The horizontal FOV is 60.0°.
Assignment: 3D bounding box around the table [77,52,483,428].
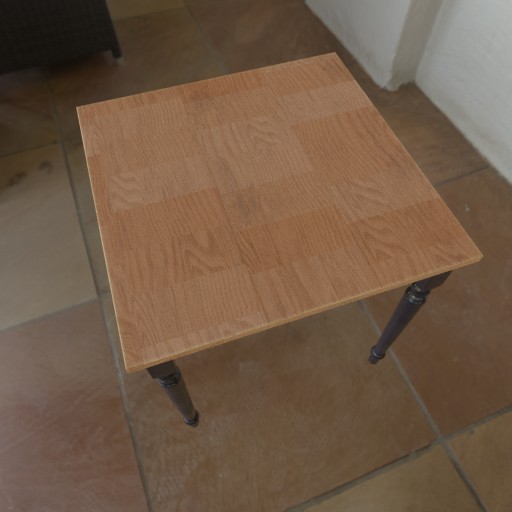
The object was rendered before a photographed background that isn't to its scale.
[{"bbox_3d":[0.000,0.000,1.357,0.747,0.738,0.747,-16,59,-10],"label":"table"}]
